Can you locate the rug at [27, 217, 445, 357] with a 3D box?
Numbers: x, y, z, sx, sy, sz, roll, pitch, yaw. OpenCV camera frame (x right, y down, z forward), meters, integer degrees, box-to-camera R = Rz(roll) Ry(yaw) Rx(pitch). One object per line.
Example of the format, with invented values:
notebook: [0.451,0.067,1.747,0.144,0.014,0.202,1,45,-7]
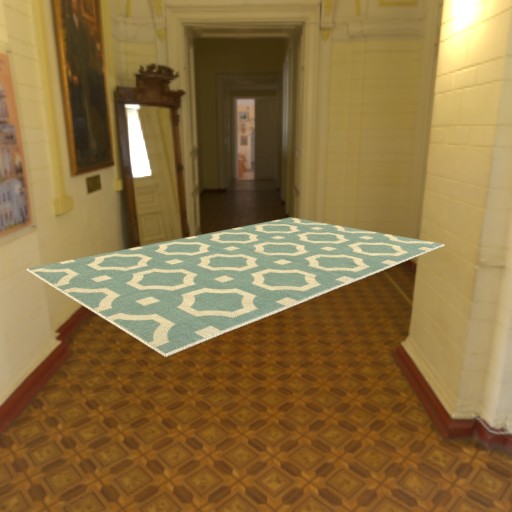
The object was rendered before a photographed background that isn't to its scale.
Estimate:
rug: [0.000,0.000,3.008,2.443,0.015,1.528,-15,21,-42]
